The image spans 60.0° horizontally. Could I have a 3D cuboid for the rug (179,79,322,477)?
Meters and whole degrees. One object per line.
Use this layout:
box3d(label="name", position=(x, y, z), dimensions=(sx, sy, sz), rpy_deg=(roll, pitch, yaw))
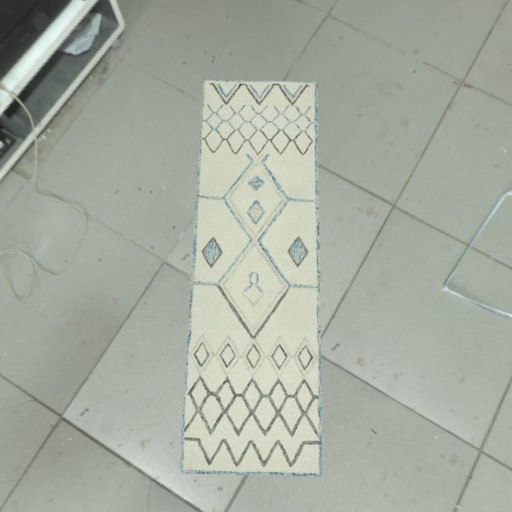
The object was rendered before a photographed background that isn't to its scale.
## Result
box3d(label="rug", position=(0.000, 0.000, 2.687), dimensions=(0.770, 0.013, 2.434), rpy_deg=(1, 76, 0))
